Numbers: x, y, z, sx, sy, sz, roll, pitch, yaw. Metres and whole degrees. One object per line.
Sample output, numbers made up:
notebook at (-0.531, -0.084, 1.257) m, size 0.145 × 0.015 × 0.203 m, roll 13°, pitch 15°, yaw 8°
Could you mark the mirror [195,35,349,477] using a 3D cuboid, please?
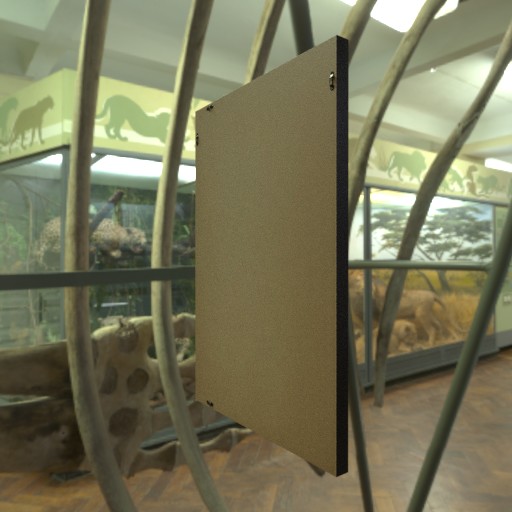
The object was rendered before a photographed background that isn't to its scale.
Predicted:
mirror at (0.000, 0.000, 1.171) m, size 0.041 × 0.915 × 0.609 m, roll 0°, pitch 0°, yaw -36°
